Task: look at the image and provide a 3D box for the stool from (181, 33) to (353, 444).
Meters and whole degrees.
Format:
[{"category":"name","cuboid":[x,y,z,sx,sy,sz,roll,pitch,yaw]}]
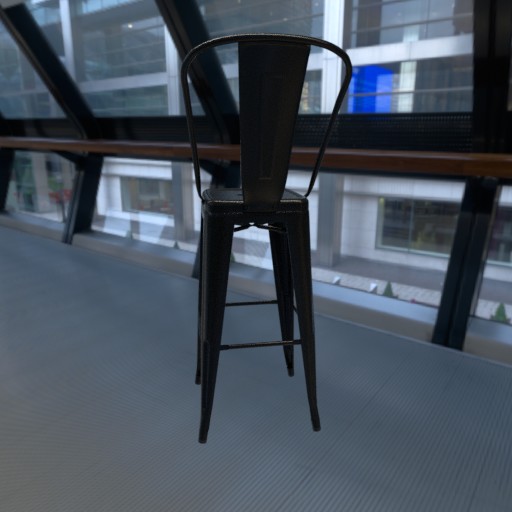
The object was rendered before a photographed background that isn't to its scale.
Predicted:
[{"category":"stool","cuboid":[0.000,0.000,1.306,0.399,1.096,0.513,-2,15,-9]}]
